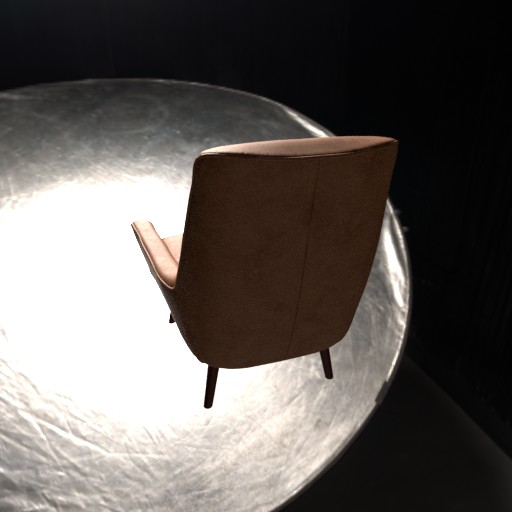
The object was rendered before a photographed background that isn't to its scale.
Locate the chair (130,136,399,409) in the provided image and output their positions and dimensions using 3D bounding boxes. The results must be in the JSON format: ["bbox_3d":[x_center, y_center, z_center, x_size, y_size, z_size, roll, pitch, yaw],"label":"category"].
[{"bbox_3d":[0.000,0.000,1.484,0.753,0.883,0.851,-8,26,-17],"label":"chair"}]
